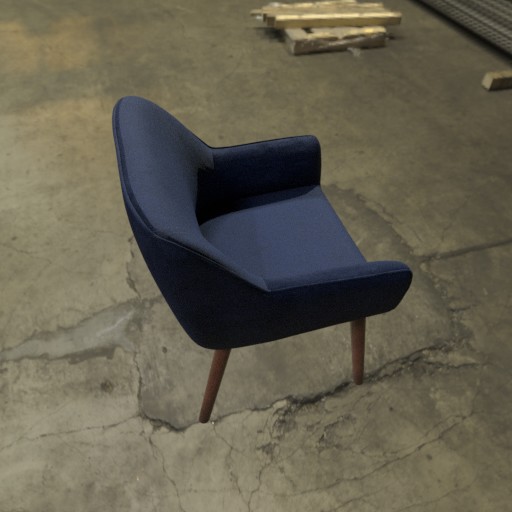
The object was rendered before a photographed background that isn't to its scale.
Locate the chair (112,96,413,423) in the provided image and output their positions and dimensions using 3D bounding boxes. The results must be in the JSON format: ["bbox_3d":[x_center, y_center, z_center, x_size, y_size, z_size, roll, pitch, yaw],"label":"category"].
[{"bbox_3d":[0.000,0.000,1.251,0.600,0.820,0.600,-12,48,-11],"label":"chair"}]
